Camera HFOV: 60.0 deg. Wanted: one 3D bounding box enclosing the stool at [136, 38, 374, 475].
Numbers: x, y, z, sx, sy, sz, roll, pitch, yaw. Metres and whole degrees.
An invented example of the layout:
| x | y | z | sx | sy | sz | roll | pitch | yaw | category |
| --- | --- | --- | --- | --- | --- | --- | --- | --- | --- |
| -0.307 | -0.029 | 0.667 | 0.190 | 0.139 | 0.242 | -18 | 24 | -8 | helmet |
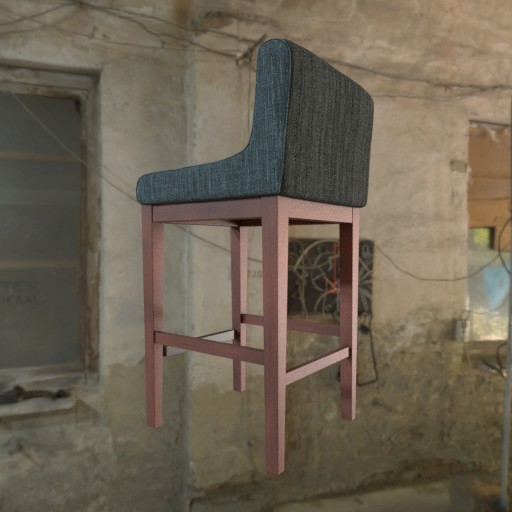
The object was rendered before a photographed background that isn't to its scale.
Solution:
| x | y | z | sx | sy | sz | roll | pitch | yaw | category |
| --- | --- | --- | --- | --- | --- | --- | --- | --- | --- |
| 0.000 | 0.000 | 1.097 | 0.459 | 0.835 | 0.395 | 1 | 2 | 37 | stool |
